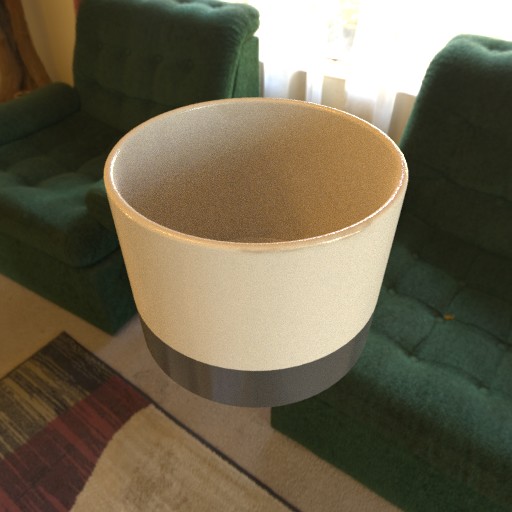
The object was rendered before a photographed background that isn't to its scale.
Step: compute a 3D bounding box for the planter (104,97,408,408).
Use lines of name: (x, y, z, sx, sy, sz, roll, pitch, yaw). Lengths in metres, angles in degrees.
planter: (0.000, 0.000, 0.346, 0.193, 0.177, 0.193, 0, 41, 0)
